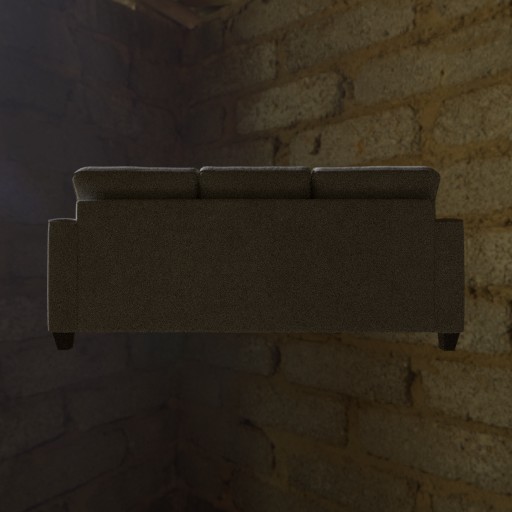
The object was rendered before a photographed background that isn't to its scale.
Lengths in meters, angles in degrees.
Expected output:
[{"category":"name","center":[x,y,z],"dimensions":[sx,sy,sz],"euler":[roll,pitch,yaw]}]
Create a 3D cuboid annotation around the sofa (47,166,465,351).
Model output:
[{"category":"sofa","center":[0.000,0.000,2.686],"dimensions":[2.133,0.965,0.939],"euler":[0,0,1]}]
